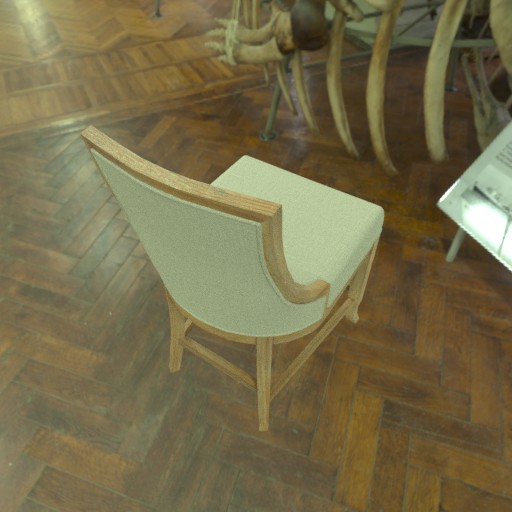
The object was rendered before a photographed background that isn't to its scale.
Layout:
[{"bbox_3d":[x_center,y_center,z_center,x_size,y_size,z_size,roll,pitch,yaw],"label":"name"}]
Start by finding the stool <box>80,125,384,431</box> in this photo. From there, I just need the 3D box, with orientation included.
[{"bbox_3d":[0.000,0.000,1.265,0.524,0.938,0.626,26,52,22],"label":"stool"}]
